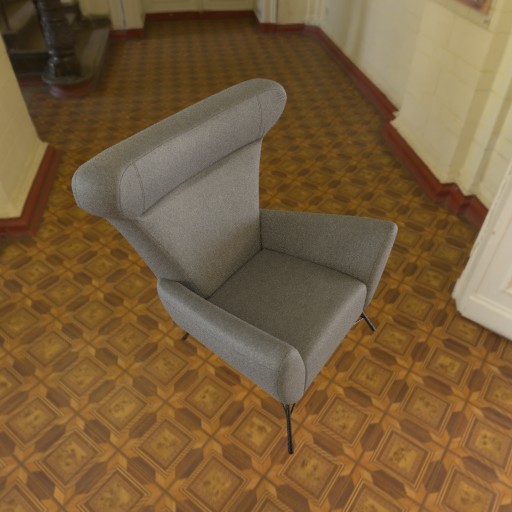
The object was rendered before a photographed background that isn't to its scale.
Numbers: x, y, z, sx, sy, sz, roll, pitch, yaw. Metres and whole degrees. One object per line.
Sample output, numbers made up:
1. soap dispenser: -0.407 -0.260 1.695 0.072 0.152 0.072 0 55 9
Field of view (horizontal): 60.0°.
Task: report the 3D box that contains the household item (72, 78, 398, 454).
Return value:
1. household item: 0.000 0.000 1.786 0.900 1.050 0.980 26 48 26
